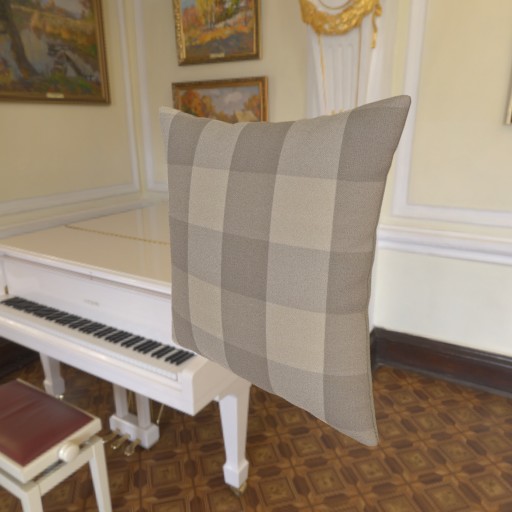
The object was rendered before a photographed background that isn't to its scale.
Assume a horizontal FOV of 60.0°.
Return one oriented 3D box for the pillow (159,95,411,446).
[{"bbox_3d":[0.000,0.000,0.772,0.511,0.509,0.161,15,22,41],"label":"pillow"}]
